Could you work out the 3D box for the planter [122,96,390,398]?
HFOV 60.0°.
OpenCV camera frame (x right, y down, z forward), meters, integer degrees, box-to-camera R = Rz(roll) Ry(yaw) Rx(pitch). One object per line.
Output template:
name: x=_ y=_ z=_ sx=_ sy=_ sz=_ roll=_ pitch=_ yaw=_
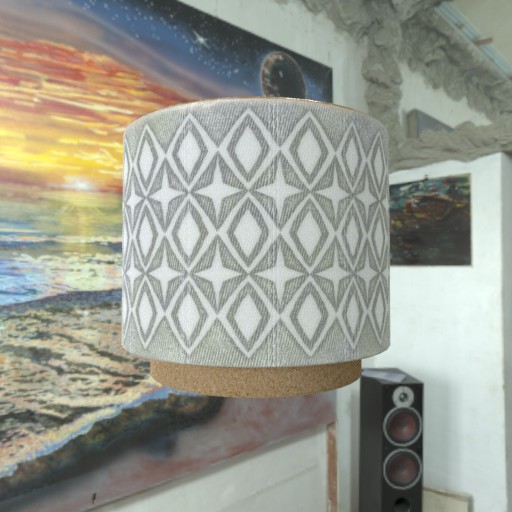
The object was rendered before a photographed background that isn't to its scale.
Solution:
planter: x=0.000 y=0.000 z=0.441 sx=0.255 sy=0.223 sz=0.255 roll=0 pitch=-1 yaw=0
